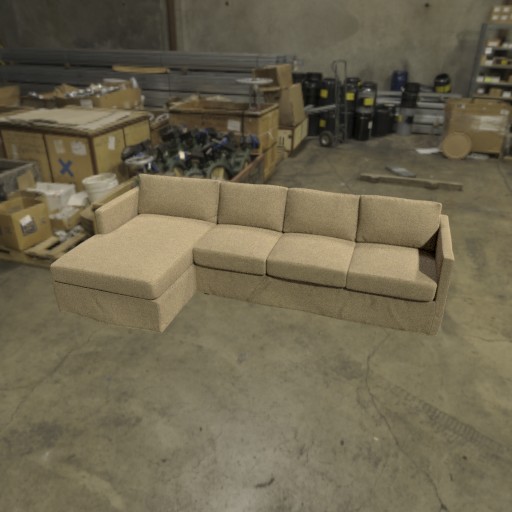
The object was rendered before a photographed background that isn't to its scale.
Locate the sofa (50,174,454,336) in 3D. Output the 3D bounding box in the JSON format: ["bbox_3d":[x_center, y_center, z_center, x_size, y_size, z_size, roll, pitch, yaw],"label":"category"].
[{"bbox_3d":[0.000,0.000,3.949,3.198,0.920,1.638,9,29,16],"label":"sofa"}]
